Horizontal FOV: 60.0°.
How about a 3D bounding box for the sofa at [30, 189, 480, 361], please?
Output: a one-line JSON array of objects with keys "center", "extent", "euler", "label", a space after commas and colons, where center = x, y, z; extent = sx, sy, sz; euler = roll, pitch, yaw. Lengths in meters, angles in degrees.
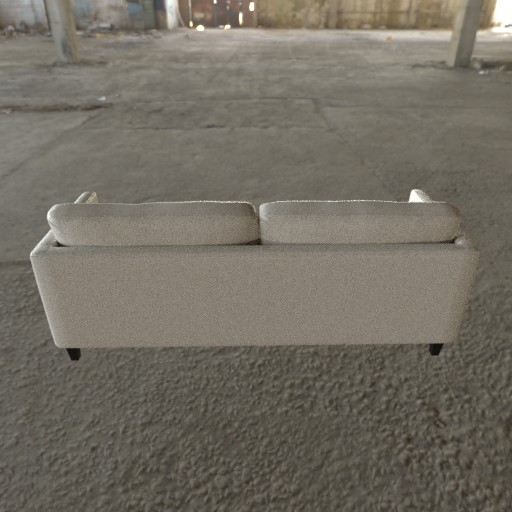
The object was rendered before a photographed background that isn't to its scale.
[{"center": [0.000, 0.000, 2.880], "extent": [2.434, 0.965, 0.948], "euler": [-1, 29, -1], "label": "sofa"}]
